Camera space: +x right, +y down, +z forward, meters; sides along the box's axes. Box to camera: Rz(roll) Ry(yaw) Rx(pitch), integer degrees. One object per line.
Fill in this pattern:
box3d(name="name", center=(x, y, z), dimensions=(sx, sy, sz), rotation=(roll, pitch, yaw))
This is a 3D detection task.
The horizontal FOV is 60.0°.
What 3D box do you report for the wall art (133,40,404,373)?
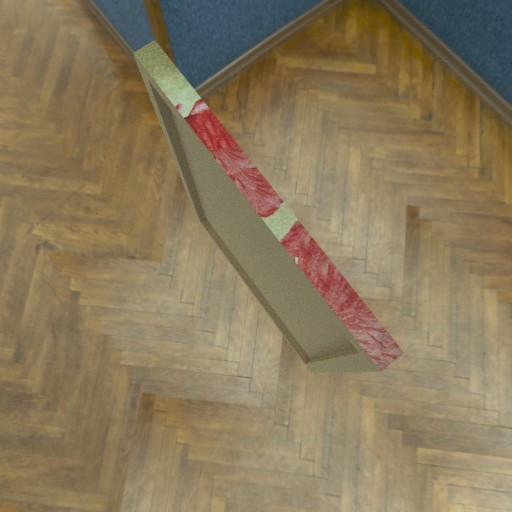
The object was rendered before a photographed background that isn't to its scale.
box3d(name="wall art", center=(0.000, 0.000, 0.676), dimensions=(0.028, 0.508, 0.406), rotation=(-35, 78, -9))
